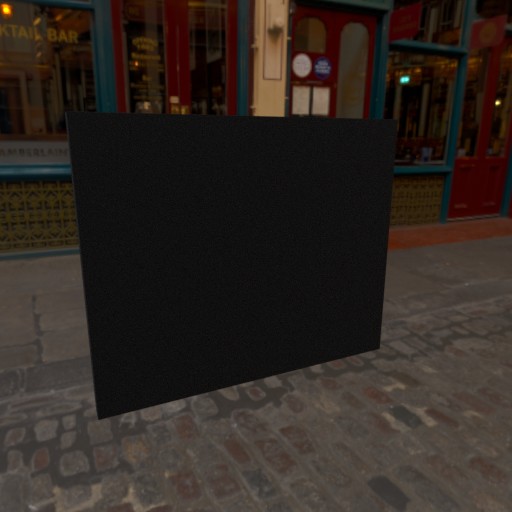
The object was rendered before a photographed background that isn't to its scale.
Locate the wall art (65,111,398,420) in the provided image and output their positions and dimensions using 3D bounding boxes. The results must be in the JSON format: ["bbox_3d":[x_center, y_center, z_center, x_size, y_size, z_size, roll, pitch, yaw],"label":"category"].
[{"bbox_3d":[0.000,0.000,0.761,0.558,0.457,0.031,-7,16,-25],"label":"wall art"}]
